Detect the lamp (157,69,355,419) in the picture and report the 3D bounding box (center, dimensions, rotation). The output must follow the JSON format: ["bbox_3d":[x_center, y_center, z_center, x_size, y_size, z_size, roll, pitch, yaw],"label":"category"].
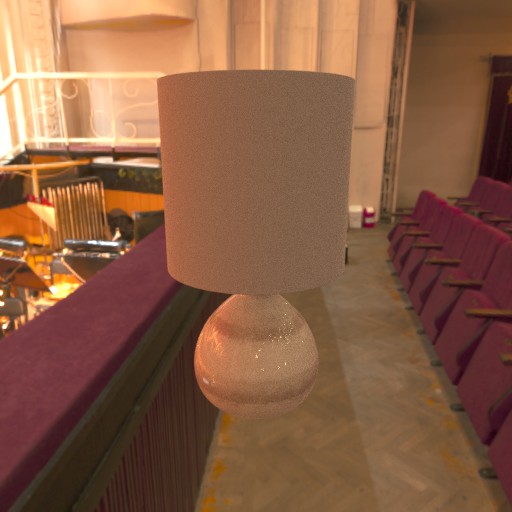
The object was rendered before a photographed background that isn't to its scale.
[{"bbox_3d":[0.000,0.000,0.550,0.217,0.404,0.217,3,16,9],"label":"lamp"}]
